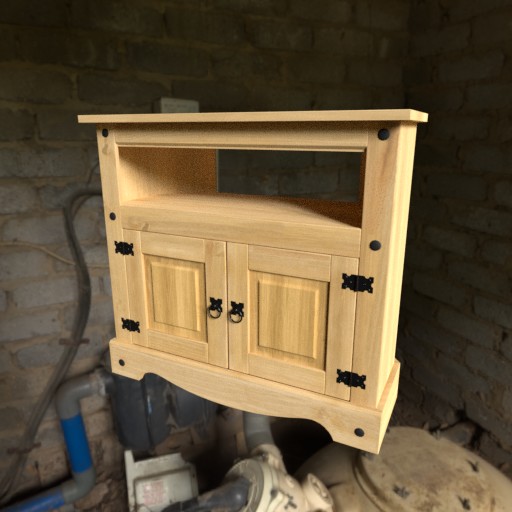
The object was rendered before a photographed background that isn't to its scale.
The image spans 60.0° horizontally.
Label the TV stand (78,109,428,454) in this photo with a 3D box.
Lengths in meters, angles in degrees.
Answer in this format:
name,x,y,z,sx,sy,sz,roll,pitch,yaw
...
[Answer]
name,x,y,z,sx,sy,sz,roll,pitch,yaw
TV stand,0.000,0.000,1.291,0.851,0.781,0.425,8,18,25
